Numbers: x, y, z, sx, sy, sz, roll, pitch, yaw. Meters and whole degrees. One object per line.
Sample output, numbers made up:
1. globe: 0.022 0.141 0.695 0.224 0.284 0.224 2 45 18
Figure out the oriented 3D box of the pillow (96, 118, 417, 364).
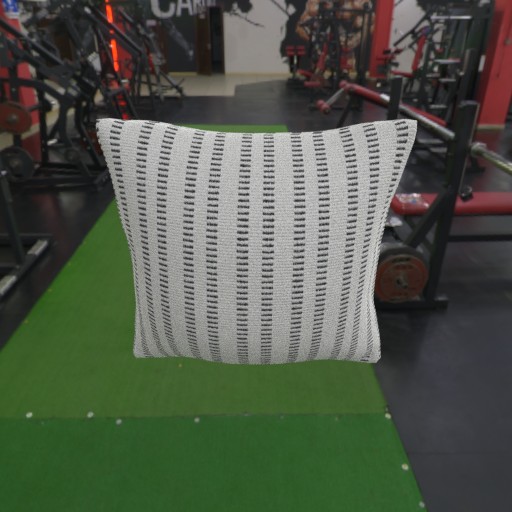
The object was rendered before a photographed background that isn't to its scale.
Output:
1. pillow: 0.000 0.000 0.692 0.438 0.419 0.247 1 28 1
